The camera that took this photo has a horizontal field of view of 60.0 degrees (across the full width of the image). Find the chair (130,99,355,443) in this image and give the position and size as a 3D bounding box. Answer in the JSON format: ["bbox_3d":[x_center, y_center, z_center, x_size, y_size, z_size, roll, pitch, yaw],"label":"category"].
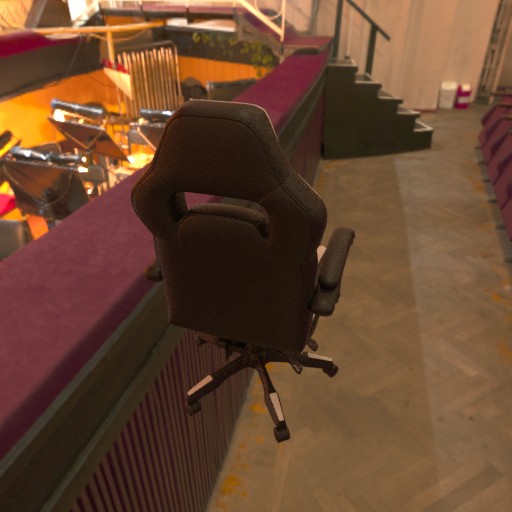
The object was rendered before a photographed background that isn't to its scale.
[{"bbox_3d":[0.000,0.000,1.620,0.676,1.200,0.700,10,33,16],"label":"chair"}]
